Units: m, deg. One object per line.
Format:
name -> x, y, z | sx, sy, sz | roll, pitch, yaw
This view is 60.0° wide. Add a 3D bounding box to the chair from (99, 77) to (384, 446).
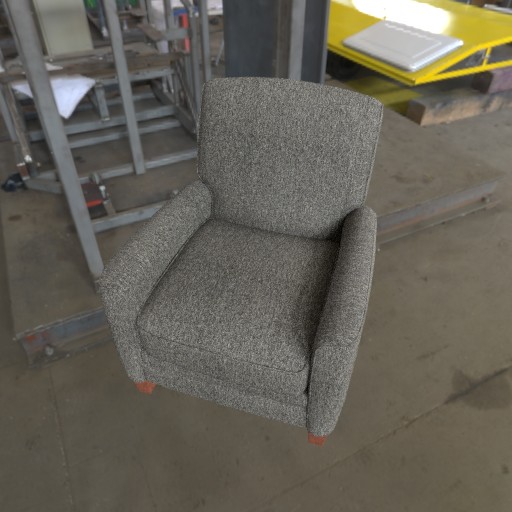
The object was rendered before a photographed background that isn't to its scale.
chair -> 0.000, 0.000, 1.627 | 0.848, 1.014, 0.864 | 12, 42, 14
